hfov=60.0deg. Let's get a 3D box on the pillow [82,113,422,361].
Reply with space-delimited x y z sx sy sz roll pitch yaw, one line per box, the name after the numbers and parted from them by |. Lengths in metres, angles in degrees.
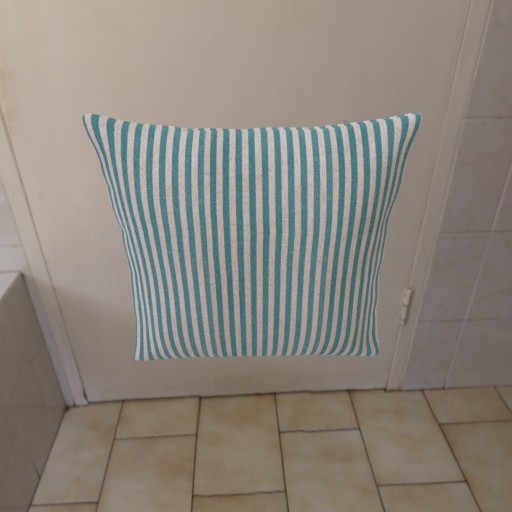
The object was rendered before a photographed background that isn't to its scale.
0.000 0.000 0.807 0.523 0.510 0.166 -1 31 -1 | pillow
